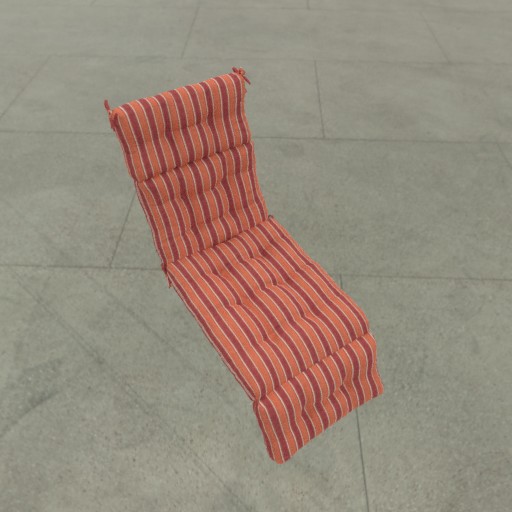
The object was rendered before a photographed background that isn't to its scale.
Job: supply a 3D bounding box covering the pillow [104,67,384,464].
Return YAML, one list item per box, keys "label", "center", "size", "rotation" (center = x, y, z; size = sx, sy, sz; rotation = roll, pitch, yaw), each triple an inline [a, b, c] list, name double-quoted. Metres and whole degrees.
- label: "pillow"
  center: [0.000, 0.000, 1.509]
  size: [0.526, 0.863, 1.016]
  rotation: [-26, 53, -22]
